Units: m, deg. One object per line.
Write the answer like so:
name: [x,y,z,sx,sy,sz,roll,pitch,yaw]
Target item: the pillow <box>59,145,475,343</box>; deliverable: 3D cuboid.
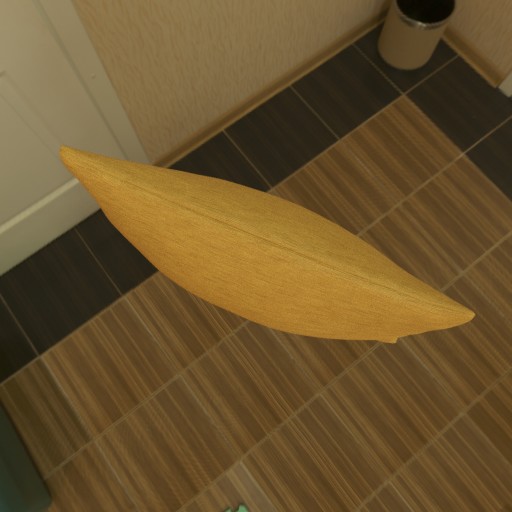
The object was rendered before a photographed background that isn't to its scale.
pillow: [0.000,0.000,0.780,0.634,0.354,0.210,22,75,6]
